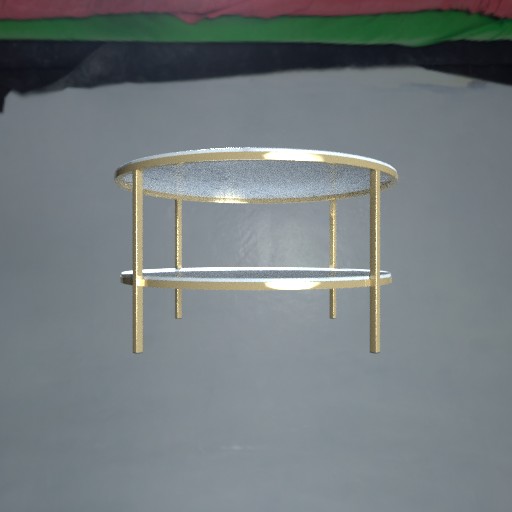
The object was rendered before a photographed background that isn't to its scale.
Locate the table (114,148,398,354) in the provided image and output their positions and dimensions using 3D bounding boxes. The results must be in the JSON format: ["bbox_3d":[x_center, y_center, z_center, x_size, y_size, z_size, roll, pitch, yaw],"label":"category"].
[{"bbox_3d":[0.000,0.000,1.312,0.800,0.450,0.800,0,0,0],"label":"table"}]
